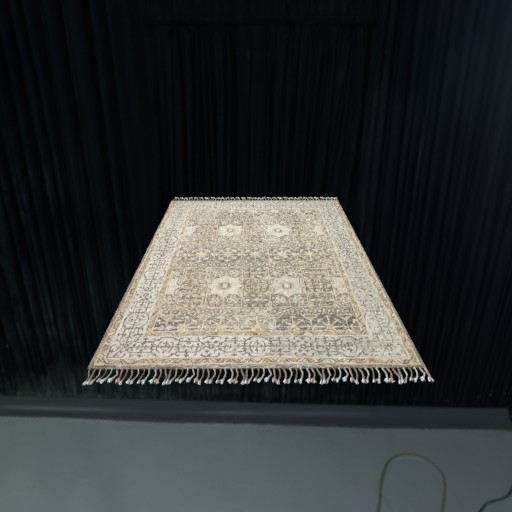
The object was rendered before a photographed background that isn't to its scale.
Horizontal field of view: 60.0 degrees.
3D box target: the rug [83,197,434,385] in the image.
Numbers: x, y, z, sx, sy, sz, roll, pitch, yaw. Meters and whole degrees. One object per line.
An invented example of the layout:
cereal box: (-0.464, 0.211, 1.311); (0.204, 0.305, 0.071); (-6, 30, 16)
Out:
rug: (0.000, 0.000, 2.451); (1.237, 0.010, 2.029); (0, 26, 0)
